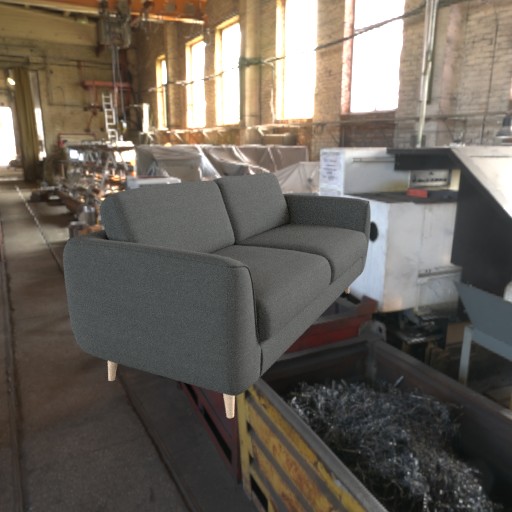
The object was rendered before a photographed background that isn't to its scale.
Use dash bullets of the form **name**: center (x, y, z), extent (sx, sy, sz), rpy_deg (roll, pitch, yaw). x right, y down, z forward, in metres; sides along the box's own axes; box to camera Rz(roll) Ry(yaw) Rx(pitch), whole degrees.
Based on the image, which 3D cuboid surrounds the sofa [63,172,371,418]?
- **sofa**: center (0.000, 0.000, 2.509), extent (0.920, 0.850, 2.000), rpy_deg (7, 16, 26)
